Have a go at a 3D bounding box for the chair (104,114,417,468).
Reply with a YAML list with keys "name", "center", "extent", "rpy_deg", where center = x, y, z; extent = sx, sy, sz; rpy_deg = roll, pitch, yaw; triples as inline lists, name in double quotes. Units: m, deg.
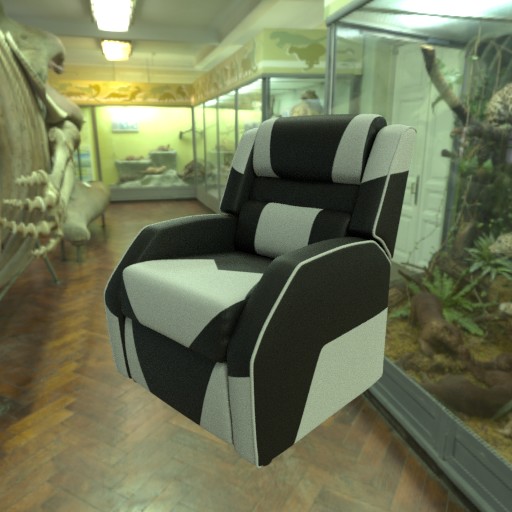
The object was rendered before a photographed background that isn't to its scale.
- name: "chair"
  center: [0.000, 0.000, 1.292]
  extent: [0.620, 0.805, 0.672]
  rpy_deg: [14, 20, 42]
